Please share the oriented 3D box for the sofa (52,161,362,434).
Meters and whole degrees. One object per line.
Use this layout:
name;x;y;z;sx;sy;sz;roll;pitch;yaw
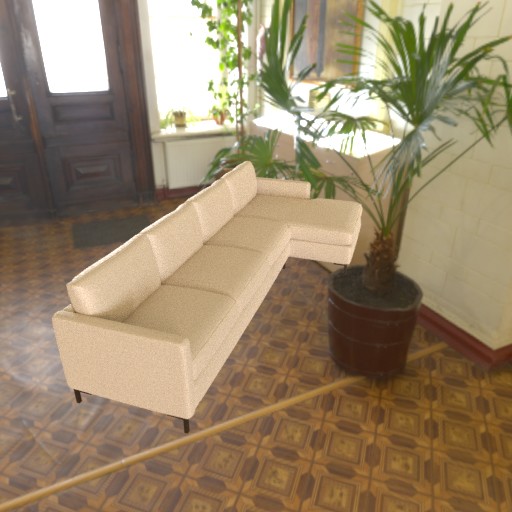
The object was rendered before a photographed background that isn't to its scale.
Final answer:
sofa;0.000;0.000;3.230;1.258;0.755;2.731;8;27;17
